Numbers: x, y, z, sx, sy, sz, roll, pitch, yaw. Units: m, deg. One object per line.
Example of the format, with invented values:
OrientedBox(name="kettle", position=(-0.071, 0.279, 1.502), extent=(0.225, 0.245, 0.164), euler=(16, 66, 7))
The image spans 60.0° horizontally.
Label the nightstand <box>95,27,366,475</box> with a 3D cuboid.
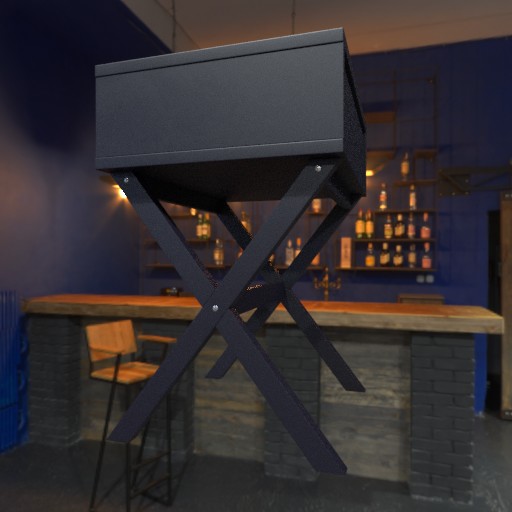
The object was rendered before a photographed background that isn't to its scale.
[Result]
OrientedBox(name="nightstand", position=(0.000, 0.000, 0.892), extent=(0.402, 0.623, 0.479), euler=(0, 0, 18))
